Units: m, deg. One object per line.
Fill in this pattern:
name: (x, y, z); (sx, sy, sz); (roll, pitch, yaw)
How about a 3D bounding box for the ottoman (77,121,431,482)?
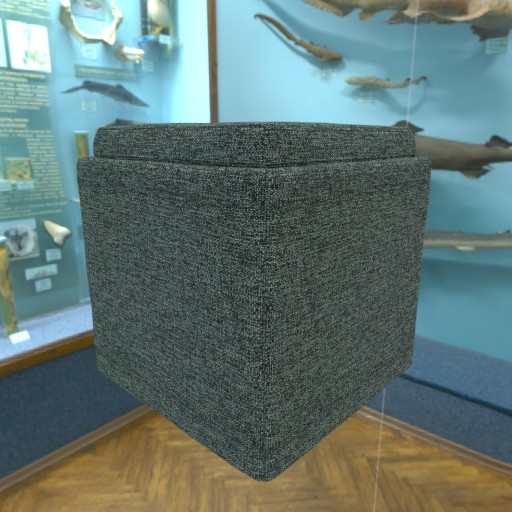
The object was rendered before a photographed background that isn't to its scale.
ottoman: (0.000, 0.000, 0.806); (0.450, 0.463, 0.450); (14, 20, 41)
